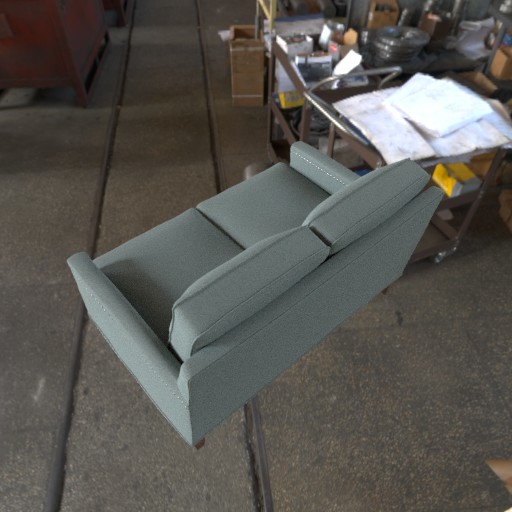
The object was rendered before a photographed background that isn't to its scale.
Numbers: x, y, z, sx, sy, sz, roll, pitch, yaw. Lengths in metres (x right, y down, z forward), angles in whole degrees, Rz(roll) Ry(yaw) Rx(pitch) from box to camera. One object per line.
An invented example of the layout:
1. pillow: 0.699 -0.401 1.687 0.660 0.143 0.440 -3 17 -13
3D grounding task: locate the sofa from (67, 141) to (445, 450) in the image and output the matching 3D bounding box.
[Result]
1. sofa: 0.000 0.000 2.314 1.597 1.003 1.084 -32 55 -27
